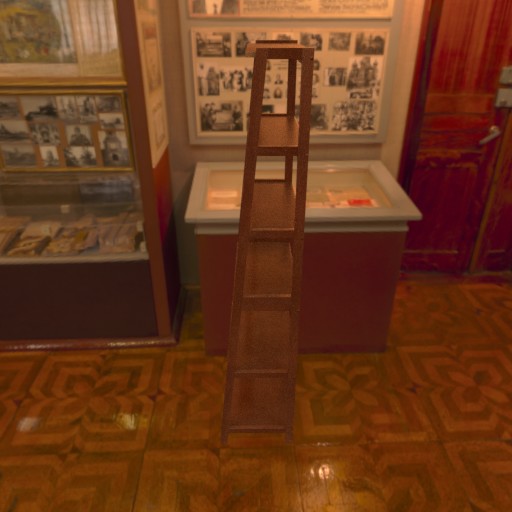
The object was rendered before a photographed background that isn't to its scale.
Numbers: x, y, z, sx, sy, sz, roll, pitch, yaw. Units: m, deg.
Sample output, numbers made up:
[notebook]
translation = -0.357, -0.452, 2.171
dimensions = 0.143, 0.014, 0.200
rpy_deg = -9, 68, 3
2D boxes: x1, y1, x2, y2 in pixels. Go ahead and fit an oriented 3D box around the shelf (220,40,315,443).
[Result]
[shelf]
translation = 0.000, 0.000, 2.184
dimensions = 0.382, 1.892, 0.660
rpy_deg = 0, 28, 0
